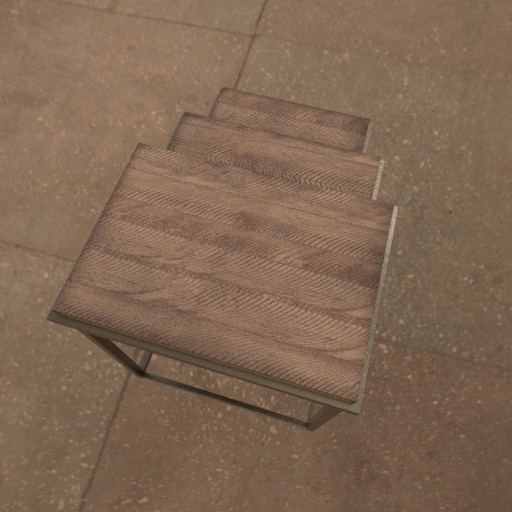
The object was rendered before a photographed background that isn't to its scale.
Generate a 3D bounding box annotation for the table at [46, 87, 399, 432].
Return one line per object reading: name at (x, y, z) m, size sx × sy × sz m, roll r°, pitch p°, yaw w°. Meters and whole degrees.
table at (0.000, 0.000, 1.145) m, size 0.559 × 0.610 × 0.706 m, roll 15°, pitch 65°, yaw 7°
